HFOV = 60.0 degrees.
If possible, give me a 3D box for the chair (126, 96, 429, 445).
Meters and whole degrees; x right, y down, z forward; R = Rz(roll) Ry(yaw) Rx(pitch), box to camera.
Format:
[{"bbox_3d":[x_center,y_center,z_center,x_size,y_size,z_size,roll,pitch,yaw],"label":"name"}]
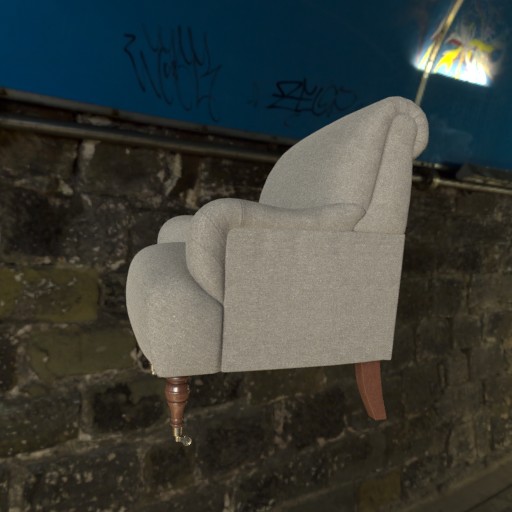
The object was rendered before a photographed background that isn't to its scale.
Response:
[{"bbox_3d":[0.000,0.000,1.498,0.843,0.942,0.766,0,1,-19],"label":"chair"}]
